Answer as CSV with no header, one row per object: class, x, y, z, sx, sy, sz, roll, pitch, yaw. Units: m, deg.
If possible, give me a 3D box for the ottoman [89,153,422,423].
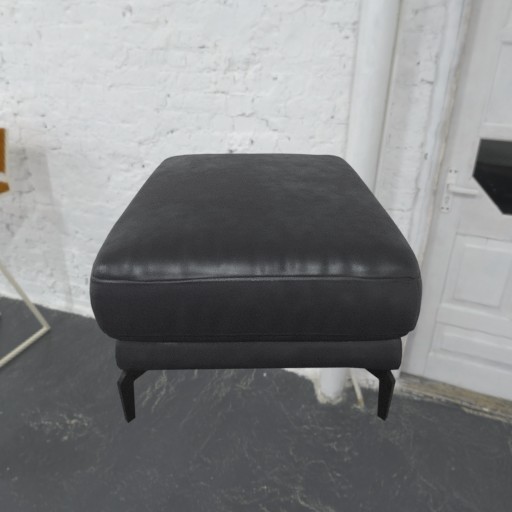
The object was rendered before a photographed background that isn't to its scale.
ottoman,0.000,0.000,1.097,0.570,0.402,0.764,0,26,-1
